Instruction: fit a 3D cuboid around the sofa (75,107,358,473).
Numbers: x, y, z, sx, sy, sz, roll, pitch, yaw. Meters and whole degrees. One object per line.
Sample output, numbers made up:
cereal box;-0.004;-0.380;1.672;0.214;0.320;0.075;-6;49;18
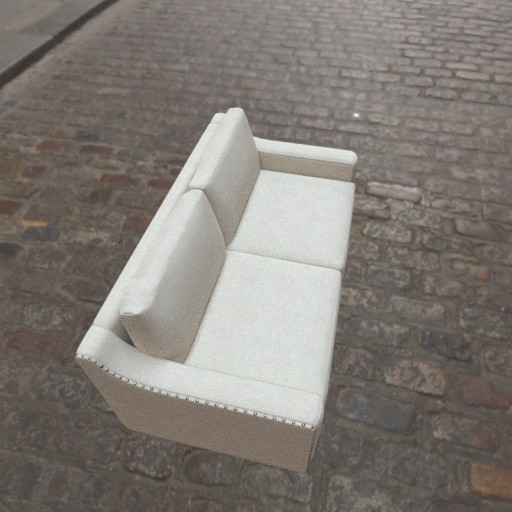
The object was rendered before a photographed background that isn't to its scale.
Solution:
sofa;0.000;0.000;2.736;1.104;0.983;2.107;10;48;9
